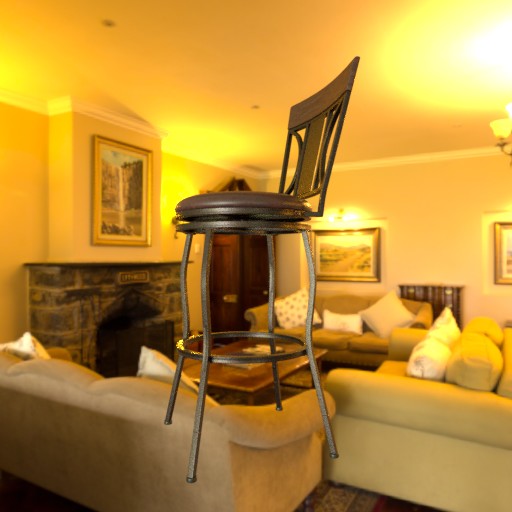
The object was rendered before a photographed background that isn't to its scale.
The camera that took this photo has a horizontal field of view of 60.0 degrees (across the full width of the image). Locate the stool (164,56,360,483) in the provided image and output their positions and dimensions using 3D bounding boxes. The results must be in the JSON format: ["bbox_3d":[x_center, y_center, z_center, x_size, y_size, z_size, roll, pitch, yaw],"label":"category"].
[{"bbox_3d":[0.000,0.000,1.387,0.513,1.130,0.448,0,0,-19],"label":"stool"}]
